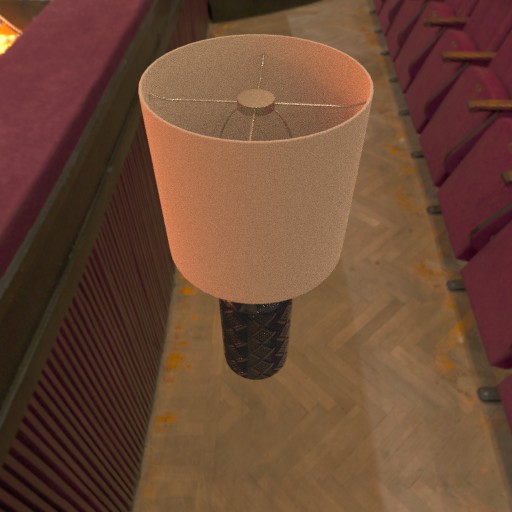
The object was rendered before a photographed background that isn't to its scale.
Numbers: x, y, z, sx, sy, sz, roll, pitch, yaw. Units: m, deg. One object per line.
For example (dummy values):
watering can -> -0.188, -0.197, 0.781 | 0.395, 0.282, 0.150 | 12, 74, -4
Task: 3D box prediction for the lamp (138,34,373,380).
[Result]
lamp -> 0.000, 0.000, 0.562 | 0.207, 0.461, 0.207 | 3, 47, 3
